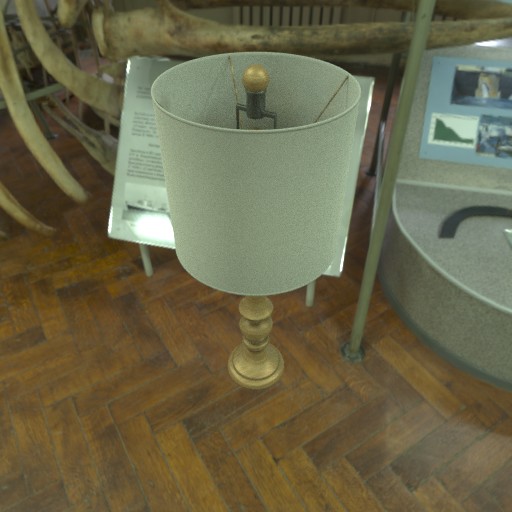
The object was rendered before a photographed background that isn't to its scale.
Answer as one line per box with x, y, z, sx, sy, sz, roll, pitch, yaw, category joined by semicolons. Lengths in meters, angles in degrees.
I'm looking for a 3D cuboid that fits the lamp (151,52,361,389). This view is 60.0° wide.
0.000;0.000;0.718;0.250;0.597;0.250;-12;43;-13;lamp
